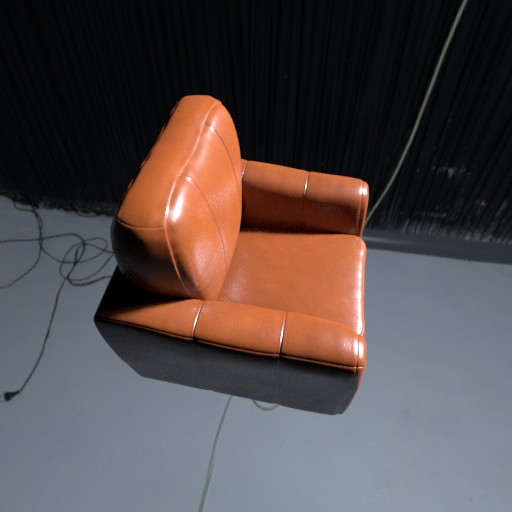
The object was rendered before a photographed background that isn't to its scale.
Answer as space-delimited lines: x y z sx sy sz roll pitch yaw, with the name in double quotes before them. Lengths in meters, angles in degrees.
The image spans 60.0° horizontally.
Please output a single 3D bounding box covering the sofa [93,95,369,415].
"sofa" 0.000 0.000 1.529 0.789 0.876 0.836 8 49 7
